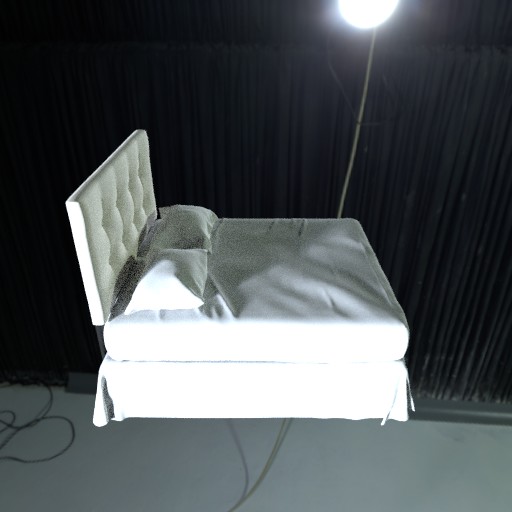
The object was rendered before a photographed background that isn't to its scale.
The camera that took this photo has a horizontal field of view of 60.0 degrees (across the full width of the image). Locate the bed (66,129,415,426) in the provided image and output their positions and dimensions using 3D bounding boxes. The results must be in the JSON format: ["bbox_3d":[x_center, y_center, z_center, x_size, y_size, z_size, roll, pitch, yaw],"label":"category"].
[{"bbox_3d":[0.000,0.000,3.457,2.222,1.577,1.936,0,29,0],"label":"bed"}]
